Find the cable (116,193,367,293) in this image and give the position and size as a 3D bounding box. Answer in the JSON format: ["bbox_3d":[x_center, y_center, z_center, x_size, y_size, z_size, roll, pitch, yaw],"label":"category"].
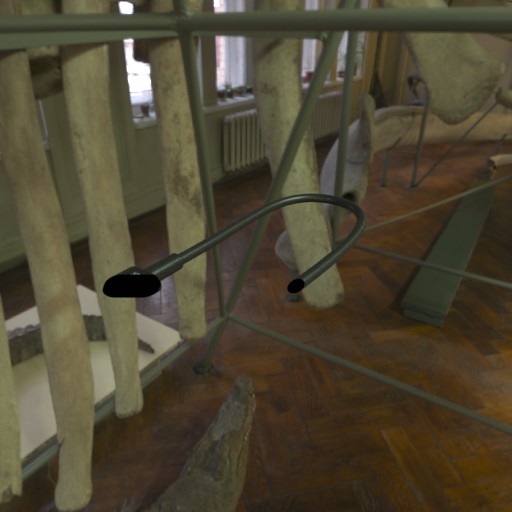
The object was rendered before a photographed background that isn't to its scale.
[{"bbox_3d":[0.000,0.000,0.113,0.040,0.006,0.098,18,33,30],"label":"cable"}]
